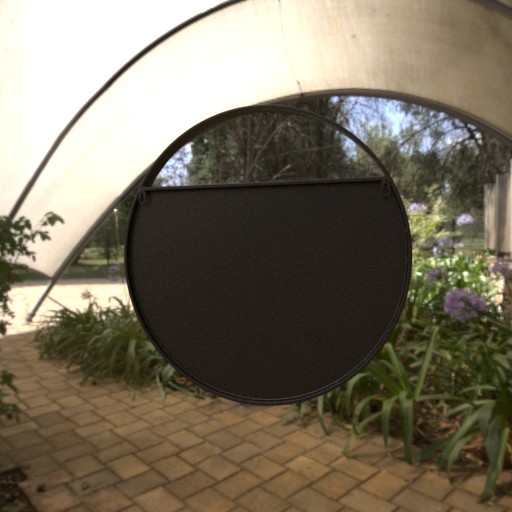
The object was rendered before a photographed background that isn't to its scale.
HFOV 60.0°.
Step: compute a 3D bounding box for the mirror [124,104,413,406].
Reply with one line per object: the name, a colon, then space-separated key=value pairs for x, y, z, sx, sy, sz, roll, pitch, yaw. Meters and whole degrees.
mirror: x=0.000 y=0.000 z=0.850 sx=0.565 sy=0.565 sz=0.032 roll=0 pitch=1 yaw=17
